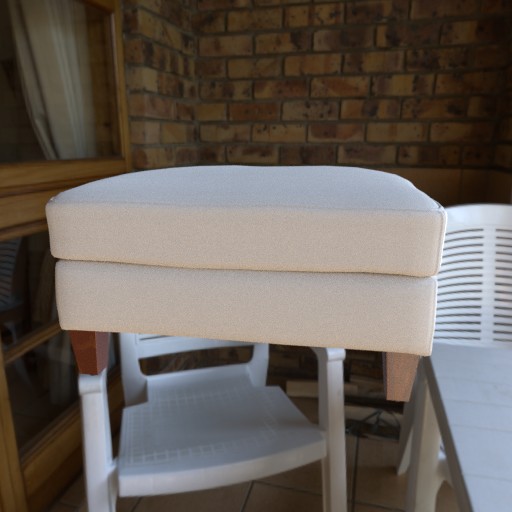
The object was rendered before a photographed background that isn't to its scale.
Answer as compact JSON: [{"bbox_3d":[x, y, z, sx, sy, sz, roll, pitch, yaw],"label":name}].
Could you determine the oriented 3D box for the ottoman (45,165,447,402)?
[{"bbox_3d":[0.000,0.000,1.195,0.818,0.479,0.634,2,15,9],"label":"ottoman"}]
